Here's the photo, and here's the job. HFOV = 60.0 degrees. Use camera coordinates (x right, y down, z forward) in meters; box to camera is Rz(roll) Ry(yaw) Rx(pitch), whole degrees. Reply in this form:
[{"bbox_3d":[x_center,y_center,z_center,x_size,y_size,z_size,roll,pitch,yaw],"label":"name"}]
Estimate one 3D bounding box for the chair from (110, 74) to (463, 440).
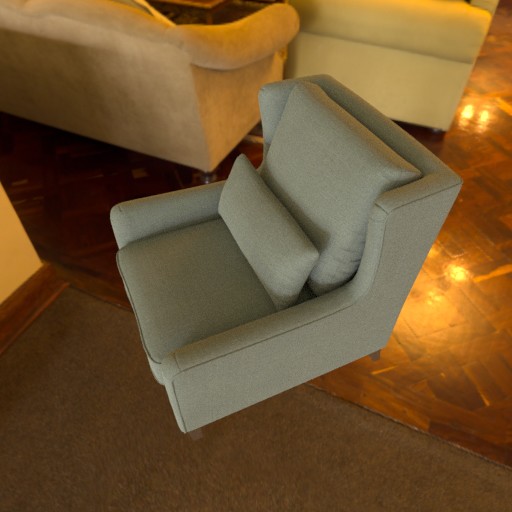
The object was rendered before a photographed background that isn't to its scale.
[{"bbox_3d":[0.000,0.000,1.785,1.040,1.056,0.866,-18,49,-17],"label":"chair"}]
